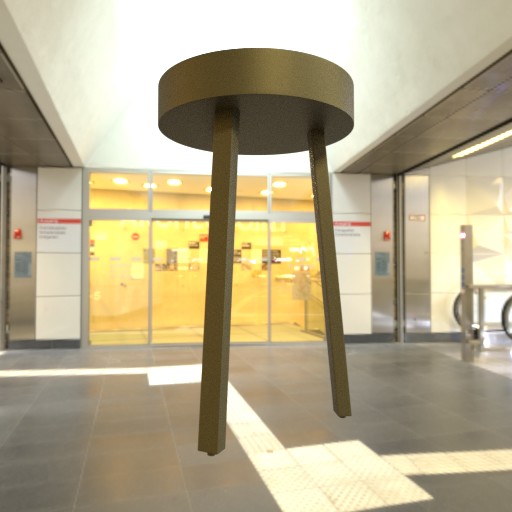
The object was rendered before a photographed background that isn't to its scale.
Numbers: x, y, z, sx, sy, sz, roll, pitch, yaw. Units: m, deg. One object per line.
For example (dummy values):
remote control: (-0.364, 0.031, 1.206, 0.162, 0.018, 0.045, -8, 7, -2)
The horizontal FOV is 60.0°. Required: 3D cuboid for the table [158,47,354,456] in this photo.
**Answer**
table: (0.000, 0.000, 0.933, 0.406, 0.686, 0.406, 1, -2, -35)
